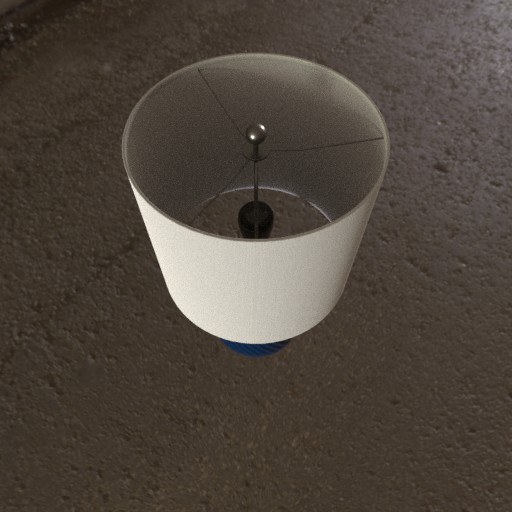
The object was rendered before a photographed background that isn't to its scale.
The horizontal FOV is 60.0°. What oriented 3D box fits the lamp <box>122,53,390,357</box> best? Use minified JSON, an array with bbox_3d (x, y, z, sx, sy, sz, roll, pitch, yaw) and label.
[{"bbox_3d":[0.000,0.000,0.490,0.203,0.368,0.203,-1,58,0],"label":"lamp"}]
